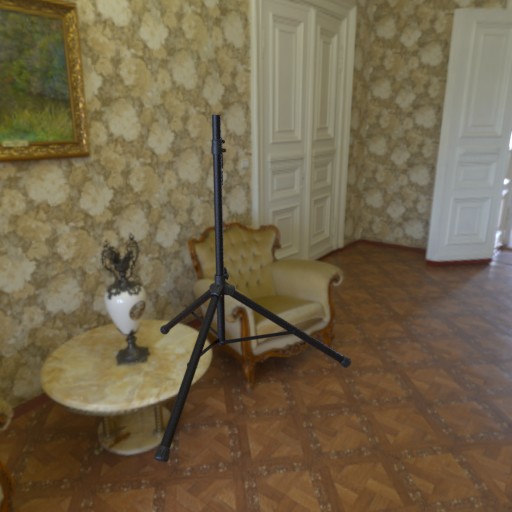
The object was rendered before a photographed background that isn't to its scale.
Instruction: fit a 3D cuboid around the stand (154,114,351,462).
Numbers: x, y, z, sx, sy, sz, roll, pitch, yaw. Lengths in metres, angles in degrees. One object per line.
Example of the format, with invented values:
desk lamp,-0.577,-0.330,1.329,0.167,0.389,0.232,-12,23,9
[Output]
stand,0.000,0.000,1.873,0.907,1.136,1.045,-2,16,-9
